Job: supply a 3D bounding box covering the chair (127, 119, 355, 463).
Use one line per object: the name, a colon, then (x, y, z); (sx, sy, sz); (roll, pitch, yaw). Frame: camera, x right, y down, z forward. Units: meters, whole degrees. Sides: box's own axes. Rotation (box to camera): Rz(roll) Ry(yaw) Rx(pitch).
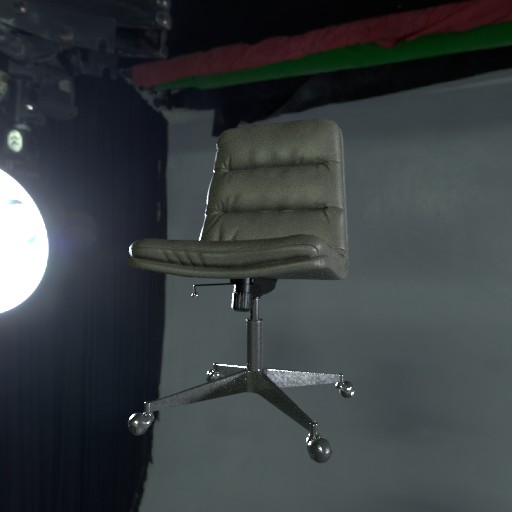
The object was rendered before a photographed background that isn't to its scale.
chair: (0.000, 0.000, 1.043); (0.422, 0.738, 0.485); (0, 0, 18)
